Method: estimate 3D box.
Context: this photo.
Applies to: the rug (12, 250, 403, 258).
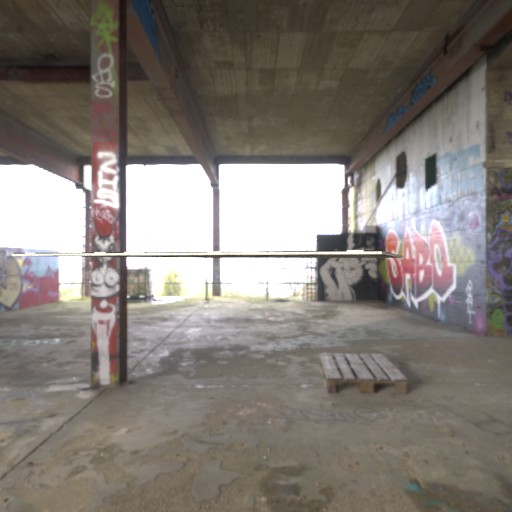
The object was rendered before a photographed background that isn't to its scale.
[{"bbox_3d":[0.000,0.000,4.056,2.466,0.021,3.049,0,-1,20],"label":"rug"}]
